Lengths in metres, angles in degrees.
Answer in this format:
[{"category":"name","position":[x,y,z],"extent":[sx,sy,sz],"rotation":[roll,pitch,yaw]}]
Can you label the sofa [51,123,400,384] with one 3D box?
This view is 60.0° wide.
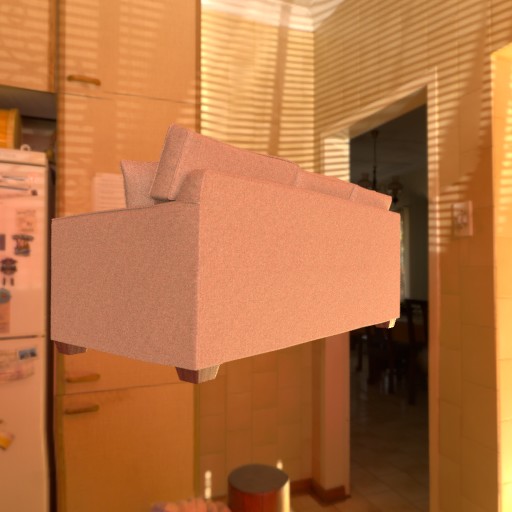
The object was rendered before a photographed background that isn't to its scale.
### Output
[{"category":"sofa","position":[0.000,0.000,2.585],"extent":[1.034,0.946,1.963],"rotation":[-1,-2,38]}]
